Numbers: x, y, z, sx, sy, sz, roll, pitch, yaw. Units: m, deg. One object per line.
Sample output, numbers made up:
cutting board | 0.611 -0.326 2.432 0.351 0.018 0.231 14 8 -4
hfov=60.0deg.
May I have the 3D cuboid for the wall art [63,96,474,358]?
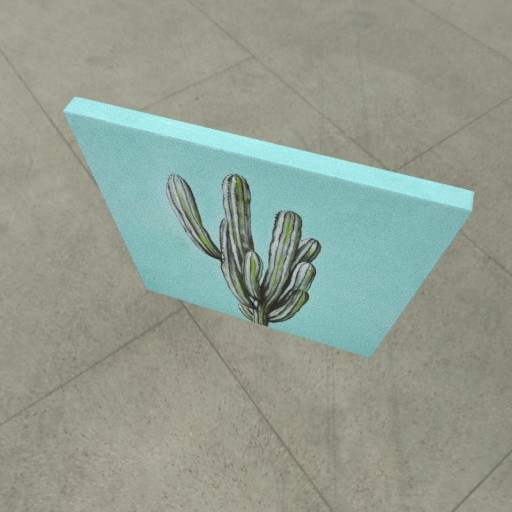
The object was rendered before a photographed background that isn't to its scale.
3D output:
wall art | 0.000 0.000 1.129 0.765 0.766 0.054 16 60 9
